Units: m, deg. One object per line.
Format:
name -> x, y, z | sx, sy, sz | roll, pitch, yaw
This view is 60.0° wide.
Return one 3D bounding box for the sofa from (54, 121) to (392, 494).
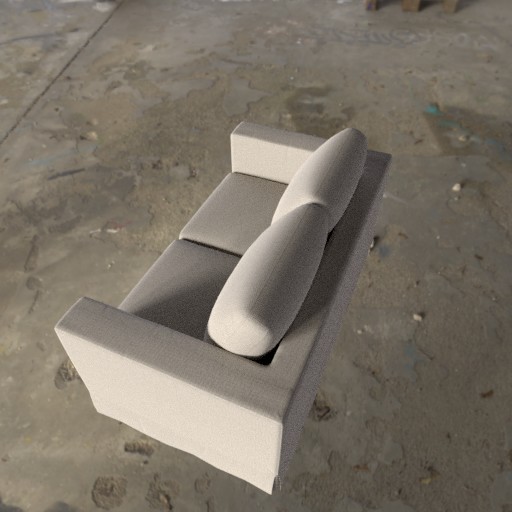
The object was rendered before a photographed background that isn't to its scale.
sofa -> 0.000, 0.000, 2.339 | 1.009, 0.932, 1.813 | 18, 48, 16
